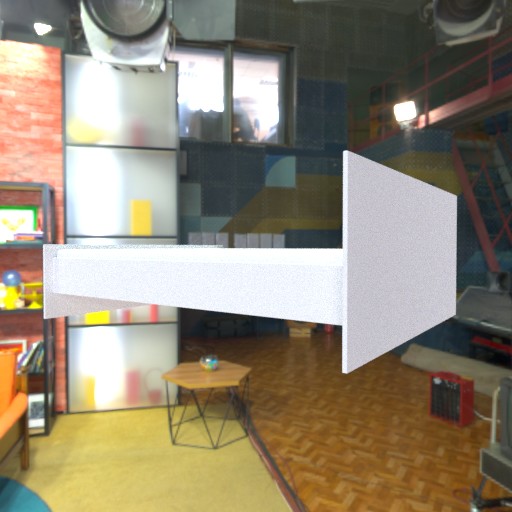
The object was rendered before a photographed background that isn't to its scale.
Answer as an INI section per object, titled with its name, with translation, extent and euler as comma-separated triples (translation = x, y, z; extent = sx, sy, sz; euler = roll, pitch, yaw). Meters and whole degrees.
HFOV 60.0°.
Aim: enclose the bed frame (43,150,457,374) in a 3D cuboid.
[bed frame]
translation = 0.000, 0.000, 2.875
extent = 2.060, 0.800, 1.720
euler = 1, 1, 36
